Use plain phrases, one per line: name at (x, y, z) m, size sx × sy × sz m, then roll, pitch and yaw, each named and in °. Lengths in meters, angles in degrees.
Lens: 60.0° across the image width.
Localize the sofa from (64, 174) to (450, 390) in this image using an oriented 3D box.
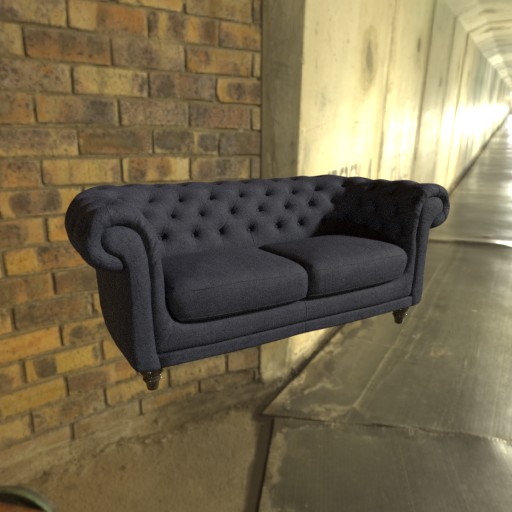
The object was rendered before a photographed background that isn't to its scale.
sofa at (0.000, 0.000, 2.538) m, size 1.988 × 0.833 × 1.082 m, roll -8°, pitch 17°, yaw -28°
